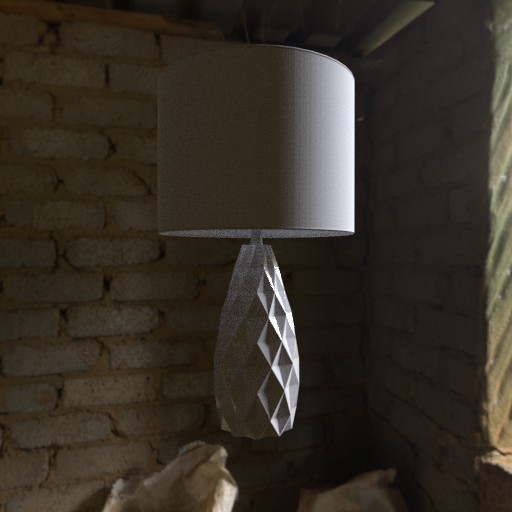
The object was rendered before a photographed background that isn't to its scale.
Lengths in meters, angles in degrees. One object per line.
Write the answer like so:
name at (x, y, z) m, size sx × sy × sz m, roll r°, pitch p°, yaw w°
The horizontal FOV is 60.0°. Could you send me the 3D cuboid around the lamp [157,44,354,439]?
lamp at (0.000, 0.000, 0.685) m, size 0.297 × 0.522 × 0.297 m, roll 0°, pitch 0°, yaw 0°
